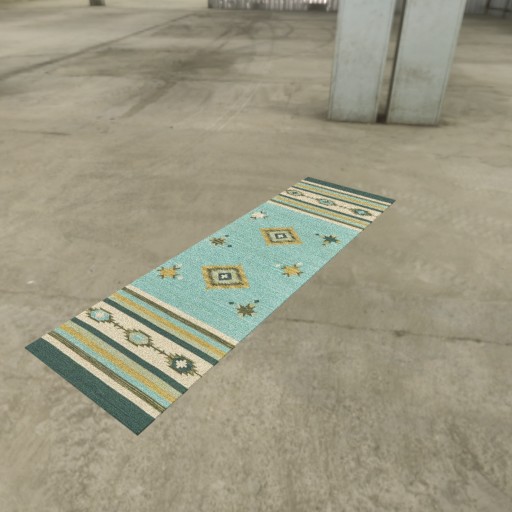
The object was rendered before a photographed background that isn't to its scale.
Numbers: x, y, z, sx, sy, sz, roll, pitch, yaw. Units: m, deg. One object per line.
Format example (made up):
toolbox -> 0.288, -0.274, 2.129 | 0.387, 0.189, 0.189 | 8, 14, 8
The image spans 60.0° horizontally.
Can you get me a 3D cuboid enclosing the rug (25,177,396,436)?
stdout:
rug -> 0.000, 0.000, 2.607 | 0.744, 0.010, 2.441 | 22, 38, 30
